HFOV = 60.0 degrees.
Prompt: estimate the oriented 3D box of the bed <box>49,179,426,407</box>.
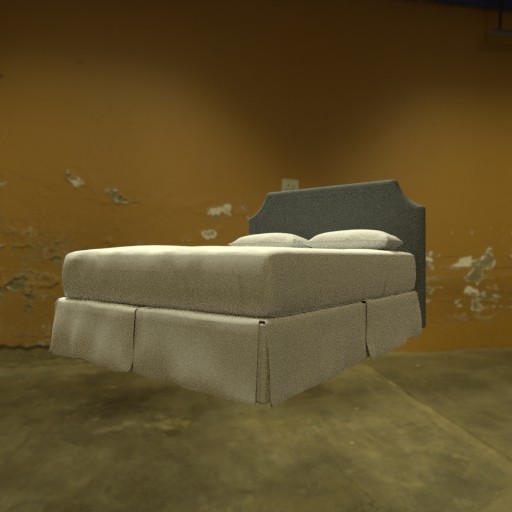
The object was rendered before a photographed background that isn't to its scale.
[{"bbox_3d":[0.000,0.000,3.261,1.811,1.296,2.259,0,0,37],"label":"bed"}]
